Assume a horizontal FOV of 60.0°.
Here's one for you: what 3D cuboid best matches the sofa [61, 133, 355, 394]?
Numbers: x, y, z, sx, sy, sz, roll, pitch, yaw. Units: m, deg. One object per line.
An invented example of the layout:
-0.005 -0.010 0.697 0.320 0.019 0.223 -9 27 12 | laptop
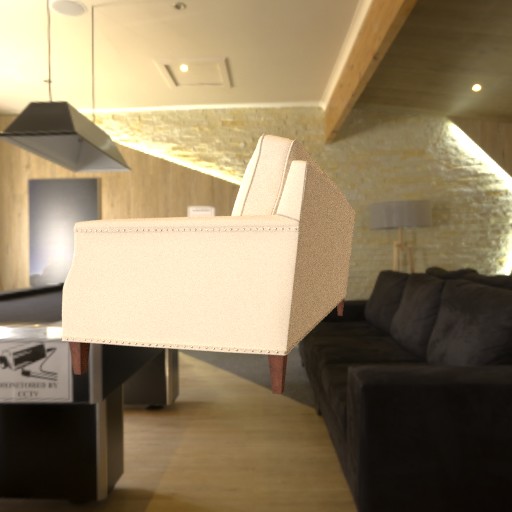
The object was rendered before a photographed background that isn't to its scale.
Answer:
0.000 0.000 2.789 1.084 1.003 2.246 0 1 17 | sofa
